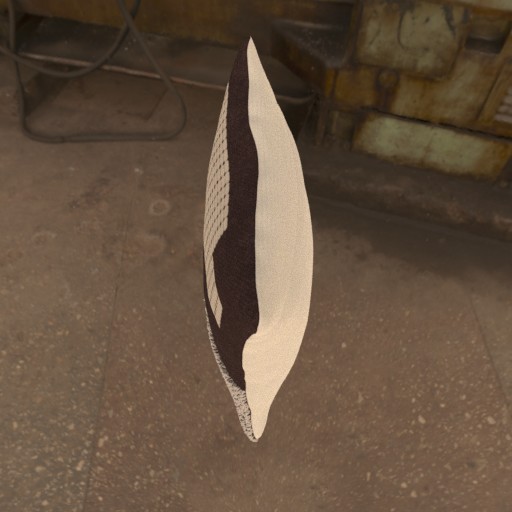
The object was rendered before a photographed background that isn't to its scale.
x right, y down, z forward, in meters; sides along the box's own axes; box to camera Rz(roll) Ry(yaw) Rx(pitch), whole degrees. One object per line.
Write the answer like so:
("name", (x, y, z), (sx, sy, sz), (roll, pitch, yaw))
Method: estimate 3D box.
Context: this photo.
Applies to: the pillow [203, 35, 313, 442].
("pillow", (0.000, 0.000, 0.717), (0.178, 0.473, 0.475), (0, 56, 0))
